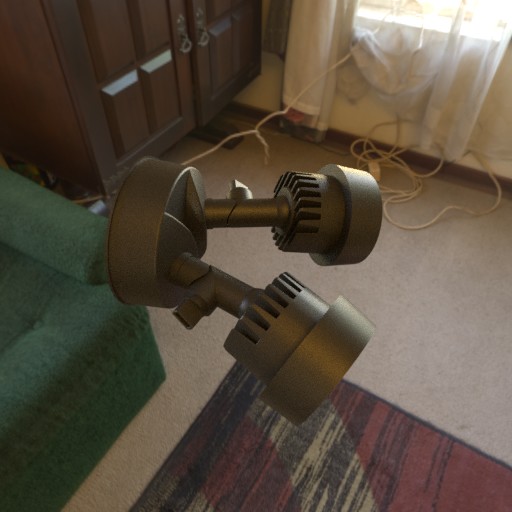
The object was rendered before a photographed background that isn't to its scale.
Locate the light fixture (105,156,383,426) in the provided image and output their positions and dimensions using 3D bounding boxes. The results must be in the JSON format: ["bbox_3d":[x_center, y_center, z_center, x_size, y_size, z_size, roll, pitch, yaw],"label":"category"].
[{"bbox_3d":[0.000,0.000,0.313,0.168,0.120,0.213,10,47,9],"label":"light fixture"}]
